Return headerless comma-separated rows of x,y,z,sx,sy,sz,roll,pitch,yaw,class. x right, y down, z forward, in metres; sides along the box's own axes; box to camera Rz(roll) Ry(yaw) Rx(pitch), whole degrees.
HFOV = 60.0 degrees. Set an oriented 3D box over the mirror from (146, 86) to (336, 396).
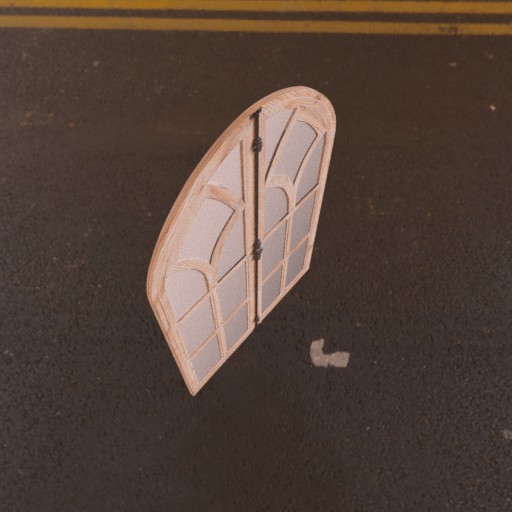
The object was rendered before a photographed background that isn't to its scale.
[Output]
0.000,0.000,1.135,0.032,0.915,0.609,35,64,20,mirror
